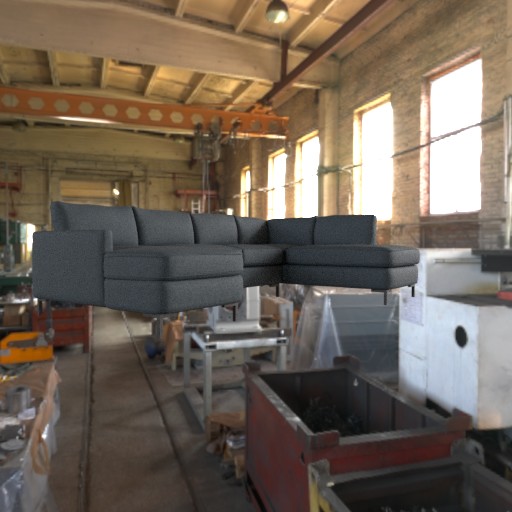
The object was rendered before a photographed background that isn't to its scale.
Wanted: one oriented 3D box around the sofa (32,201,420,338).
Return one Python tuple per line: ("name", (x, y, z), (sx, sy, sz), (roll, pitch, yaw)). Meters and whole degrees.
("sofa", (0.000, 0.000, 3.882), (1.984, 0.858, 2.975), (1, 2, 37))
